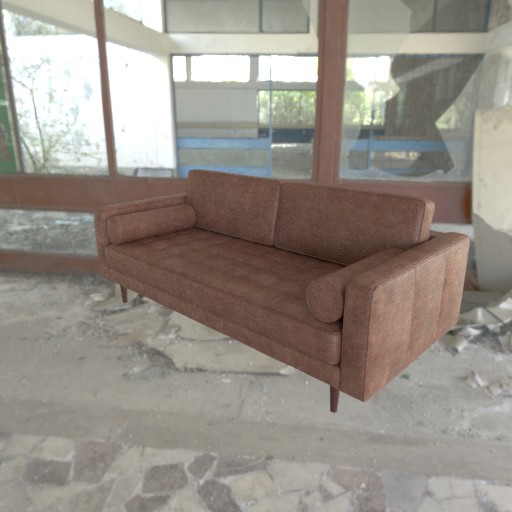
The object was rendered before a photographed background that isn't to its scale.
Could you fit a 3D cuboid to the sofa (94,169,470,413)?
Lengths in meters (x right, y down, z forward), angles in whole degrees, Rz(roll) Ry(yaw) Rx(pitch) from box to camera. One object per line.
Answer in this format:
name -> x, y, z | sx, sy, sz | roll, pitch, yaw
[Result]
sofa -> 0.000, 0.000, 2.361 | 1.870, 0.760, 0.910 | 16, 24, 41
